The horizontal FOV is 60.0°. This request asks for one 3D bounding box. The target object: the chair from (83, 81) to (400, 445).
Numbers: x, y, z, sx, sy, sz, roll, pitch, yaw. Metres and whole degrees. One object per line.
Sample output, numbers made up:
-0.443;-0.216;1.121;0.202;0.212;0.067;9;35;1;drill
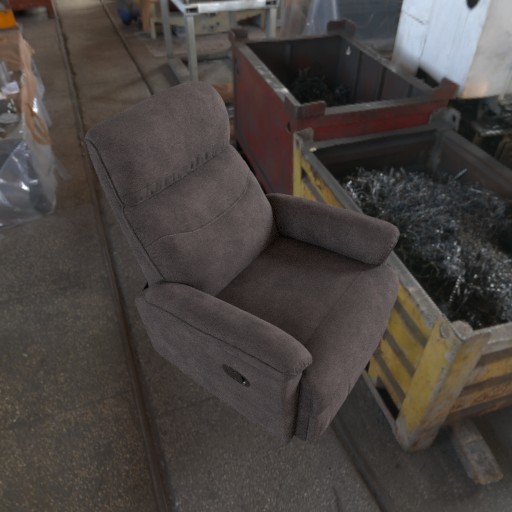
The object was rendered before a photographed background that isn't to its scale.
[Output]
0.000;0.000;1.696;1.009;1.035;0.830;25;48;25;chair
